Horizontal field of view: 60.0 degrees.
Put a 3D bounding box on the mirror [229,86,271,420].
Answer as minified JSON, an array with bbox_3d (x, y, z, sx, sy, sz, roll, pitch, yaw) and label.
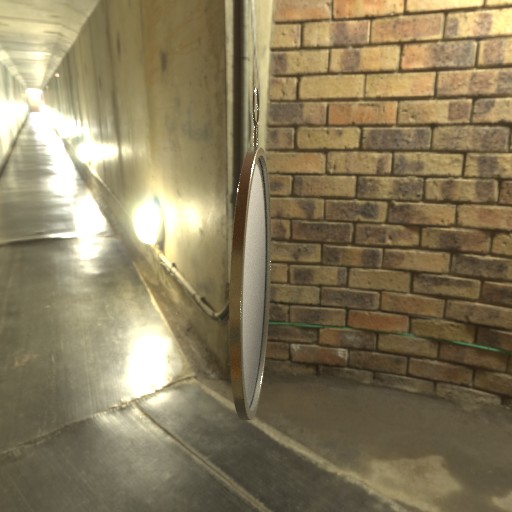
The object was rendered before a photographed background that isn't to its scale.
[{"bbox_3d":[0.000,0.000,0.993,0.020,0.713,0.594,2,15,6],"label":"mirror"}]
